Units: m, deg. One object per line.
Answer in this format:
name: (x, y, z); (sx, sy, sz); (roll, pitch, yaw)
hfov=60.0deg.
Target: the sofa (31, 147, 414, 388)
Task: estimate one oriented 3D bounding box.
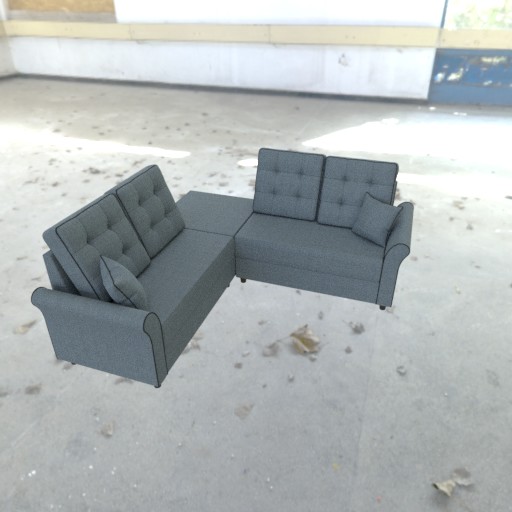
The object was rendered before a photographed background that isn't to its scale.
sofa: (0.000, 0.000, 3.176); (2.070, 0.988, 2.068); (10, 32, 16)
